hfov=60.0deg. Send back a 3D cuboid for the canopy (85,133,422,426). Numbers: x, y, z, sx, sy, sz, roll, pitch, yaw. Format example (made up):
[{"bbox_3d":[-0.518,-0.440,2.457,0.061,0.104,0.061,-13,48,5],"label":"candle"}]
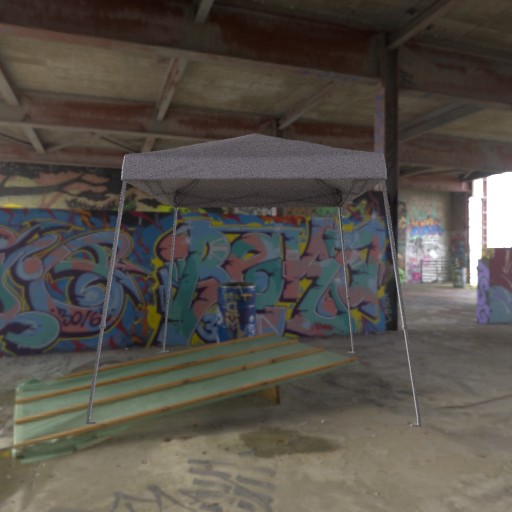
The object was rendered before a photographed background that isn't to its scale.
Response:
[{"bbox_3d":[0.000,0.000,5.163,2.850,2.850,2.849,0,0,1],"label":"canopy"}]
